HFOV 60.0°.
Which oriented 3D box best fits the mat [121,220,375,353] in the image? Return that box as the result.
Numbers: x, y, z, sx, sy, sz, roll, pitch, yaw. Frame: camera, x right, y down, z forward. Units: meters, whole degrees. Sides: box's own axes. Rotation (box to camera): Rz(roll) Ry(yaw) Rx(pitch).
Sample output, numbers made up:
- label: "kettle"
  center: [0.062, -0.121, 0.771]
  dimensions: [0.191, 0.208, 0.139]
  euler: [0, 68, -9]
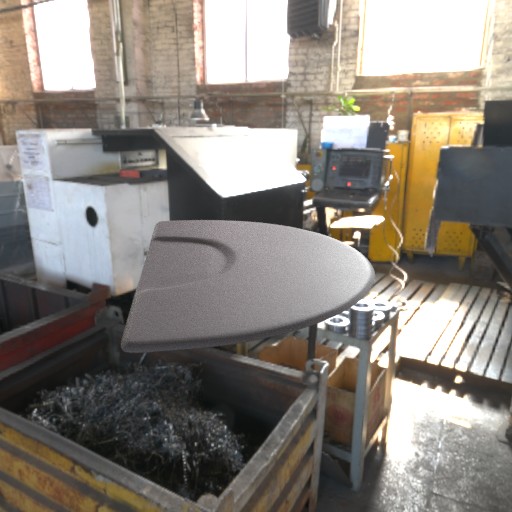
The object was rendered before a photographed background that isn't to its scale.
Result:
- label: "mat"
  center: [0.000, 0.000, 1.864]
  dimensions: [0.917, 0.022, 1.525]
  euler: [-2, 17, -8]
